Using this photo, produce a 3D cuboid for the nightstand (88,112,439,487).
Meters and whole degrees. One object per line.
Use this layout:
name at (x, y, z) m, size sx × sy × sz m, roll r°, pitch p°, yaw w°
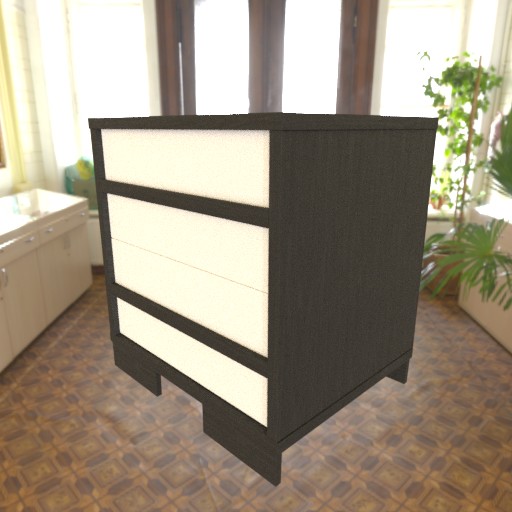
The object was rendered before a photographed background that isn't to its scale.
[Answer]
nightstand at (0.000, 0.000, 0.751) m, size 0.347 × 0.448 × 0.427 m, roll -15°, pitch 22°, yaw -42°
